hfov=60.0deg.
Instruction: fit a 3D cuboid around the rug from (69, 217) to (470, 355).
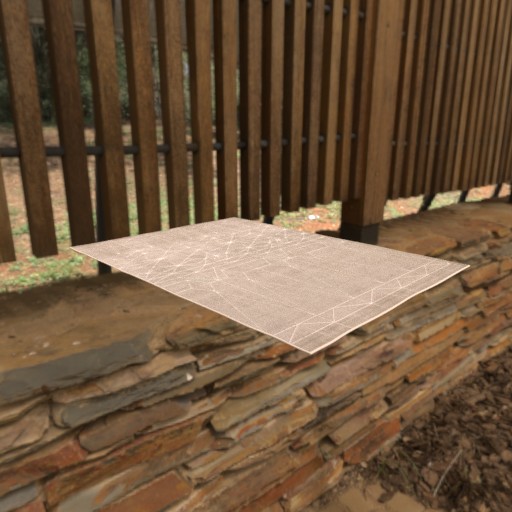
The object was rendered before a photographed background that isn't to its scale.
[{"bbox_3d":[0.000,0.000,4.544,2.449,0.019,3.357,-15,22,-43],"label":"rug"}]
